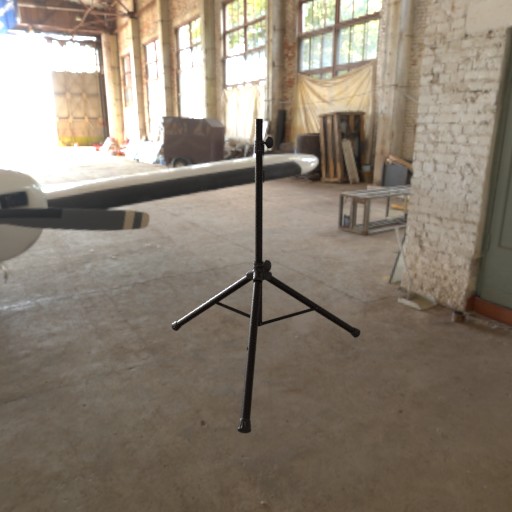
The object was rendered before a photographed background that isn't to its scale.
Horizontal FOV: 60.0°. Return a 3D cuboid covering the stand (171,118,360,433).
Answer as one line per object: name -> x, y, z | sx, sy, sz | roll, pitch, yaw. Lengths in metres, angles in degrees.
stand -> 0.000, 0.000, 1.910 | 1.045, 1.136, 0.907 | 2, 16, 6
